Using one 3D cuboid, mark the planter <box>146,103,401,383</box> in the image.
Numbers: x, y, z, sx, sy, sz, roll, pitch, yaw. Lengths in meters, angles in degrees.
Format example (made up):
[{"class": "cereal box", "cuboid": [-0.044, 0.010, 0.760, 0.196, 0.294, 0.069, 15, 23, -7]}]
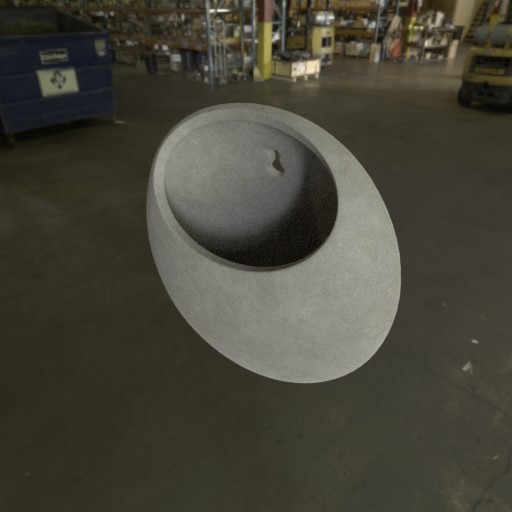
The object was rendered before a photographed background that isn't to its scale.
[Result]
[{"class": "planter", "cuboid": [0.000, 0.000, 0.284, 0.185, 0.188, 0.071, 19, 35, 29]}]
